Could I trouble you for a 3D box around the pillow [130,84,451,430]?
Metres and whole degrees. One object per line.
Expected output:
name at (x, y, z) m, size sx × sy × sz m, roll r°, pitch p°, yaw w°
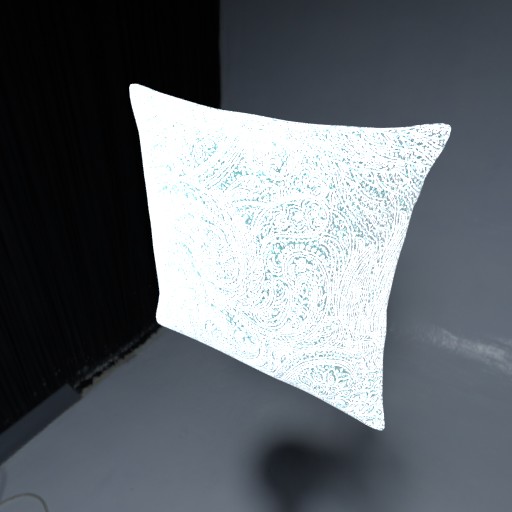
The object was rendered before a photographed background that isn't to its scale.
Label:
pillow at (0.000, 0.000, 0.751) m, size 0.526 × 0.507 × 0.166 m, roll 19°, pitch 35°, yaw 29°
